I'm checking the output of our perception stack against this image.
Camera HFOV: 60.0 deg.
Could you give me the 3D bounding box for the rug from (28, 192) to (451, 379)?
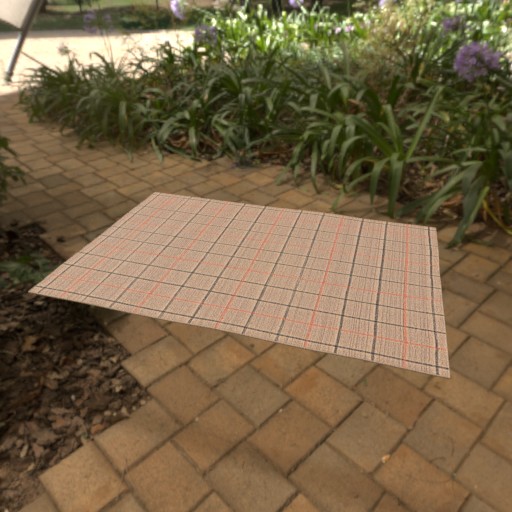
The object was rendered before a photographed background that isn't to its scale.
[{"bbox_3d":[0.000,0.000,2.317,1.829,0.013,1.220,9,32,14],"label":"rug"}]
